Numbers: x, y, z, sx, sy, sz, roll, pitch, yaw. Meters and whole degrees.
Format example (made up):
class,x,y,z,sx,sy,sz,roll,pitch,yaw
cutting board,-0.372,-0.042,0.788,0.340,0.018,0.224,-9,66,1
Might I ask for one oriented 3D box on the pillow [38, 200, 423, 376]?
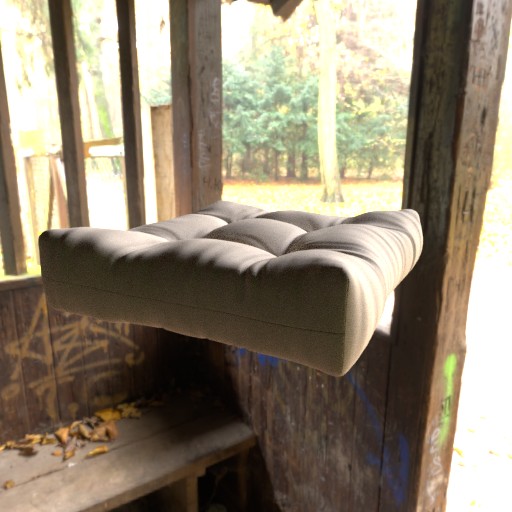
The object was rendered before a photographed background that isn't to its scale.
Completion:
class,x,y,z,sx,sy,sz,roll,pitch,yaw
pillow,0.000,0.000,0.726,0.468,0.128,0.490,7,15,26
